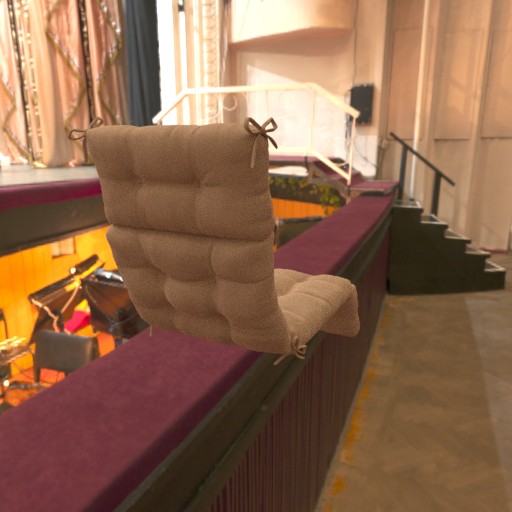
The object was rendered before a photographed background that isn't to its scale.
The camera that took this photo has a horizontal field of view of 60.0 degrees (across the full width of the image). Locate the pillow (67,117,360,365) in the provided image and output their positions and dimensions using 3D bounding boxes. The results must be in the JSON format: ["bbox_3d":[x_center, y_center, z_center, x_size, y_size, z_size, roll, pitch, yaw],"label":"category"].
[{"bbox_3d":[0.000,0.000,1.480,0.526,0.863,1.016,8,17,27],"label":"pillow"}]
